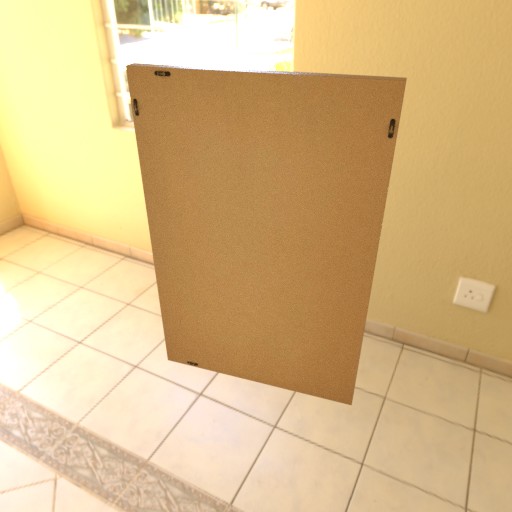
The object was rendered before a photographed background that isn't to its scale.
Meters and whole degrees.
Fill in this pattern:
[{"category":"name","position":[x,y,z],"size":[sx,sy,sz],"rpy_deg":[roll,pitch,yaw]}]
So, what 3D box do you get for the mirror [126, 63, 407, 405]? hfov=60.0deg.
[{"category":"mirror","position":[0.000,0.000,1.173],"size":[0.609,0.915,0.040],"rpy_deg":[10,33,15]}]
